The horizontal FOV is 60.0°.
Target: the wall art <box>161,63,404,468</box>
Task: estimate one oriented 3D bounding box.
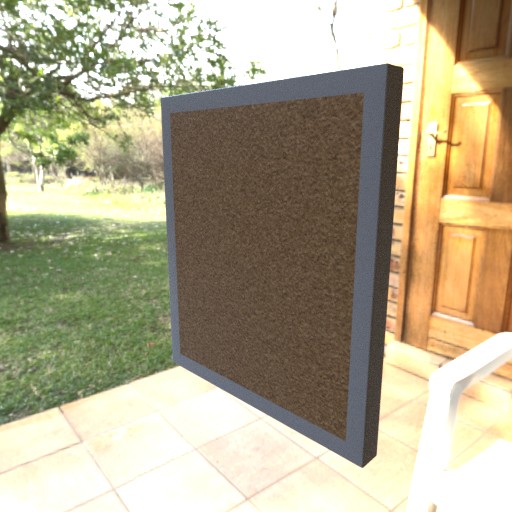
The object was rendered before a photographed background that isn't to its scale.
[{"bbox_3d":[0.000,0.000,0.525,0.331,0.381,0.028,13,18,43],"label":"wall art"}]
